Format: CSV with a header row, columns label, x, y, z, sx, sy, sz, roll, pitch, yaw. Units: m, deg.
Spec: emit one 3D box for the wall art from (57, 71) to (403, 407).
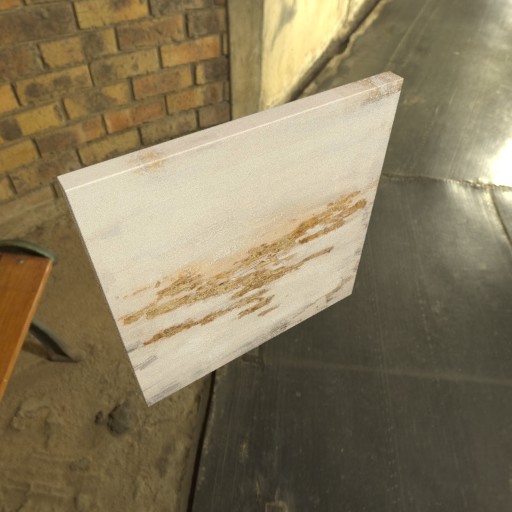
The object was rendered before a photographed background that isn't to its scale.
label,x,y,z,sx,sy,sz,roll,pitch,yaw
wall art,0.000,0.000,0.915,0.611,0.613,0.040,-25,51,-22
